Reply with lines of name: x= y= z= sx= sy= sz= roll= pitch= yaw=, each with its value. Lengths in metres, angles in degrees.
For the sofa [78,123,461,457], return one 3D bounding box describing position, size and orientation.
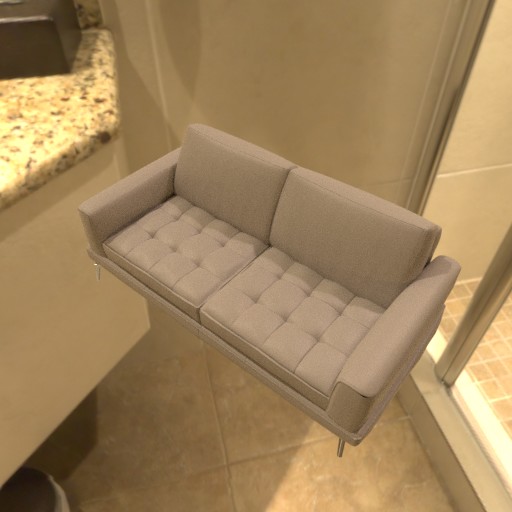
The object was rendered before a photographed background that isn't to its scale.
sofa: x=0.000 y=0.000 z=2.747 sx=2.177 sy=0.930 sz=1.121 roll=30 pitch=52 yaw=26
